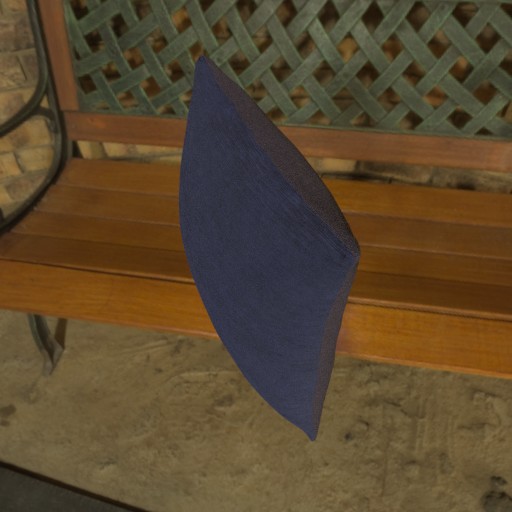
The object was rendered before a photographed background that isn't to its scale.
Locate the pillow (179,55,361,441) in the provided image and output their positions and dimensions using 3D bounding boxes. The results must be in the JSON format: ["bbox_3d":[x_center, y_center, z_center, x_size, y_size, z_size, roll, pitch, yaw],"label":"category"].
[{"bbox_3d":[0.000,0.000,0.687,0.204,0.439,0.452,-17,50,-15],"label":"pillow"}]
